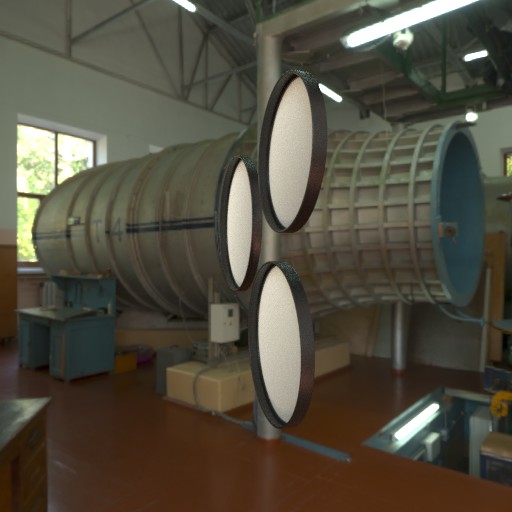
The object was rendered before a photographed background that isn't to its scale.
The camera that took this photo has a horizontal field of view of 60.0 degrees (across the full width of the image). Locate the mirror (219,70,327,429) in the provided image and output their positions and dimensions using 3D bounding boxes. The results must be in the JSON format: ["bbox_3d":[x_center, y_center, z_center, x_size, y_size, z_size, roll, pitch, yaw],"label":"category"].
[{"bbox_3d":[0.000,0.000,3.190,0.076,2.096,2.160,0,0,-17],"label":"mirror"}]
